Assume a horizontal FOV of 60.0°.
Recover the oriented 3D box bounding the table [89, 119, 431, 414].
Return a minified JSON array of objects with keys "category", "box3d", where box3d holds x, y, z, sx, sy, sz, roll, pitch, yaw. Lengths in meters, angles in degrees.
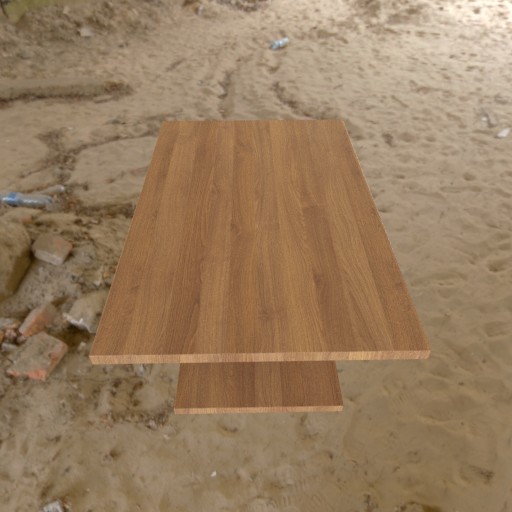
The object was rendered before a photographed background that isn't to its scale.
[{"category":"table","box3d":[0.000,0.000,1.462,0.700,0.442,1.100,-1,41,-1]}]
